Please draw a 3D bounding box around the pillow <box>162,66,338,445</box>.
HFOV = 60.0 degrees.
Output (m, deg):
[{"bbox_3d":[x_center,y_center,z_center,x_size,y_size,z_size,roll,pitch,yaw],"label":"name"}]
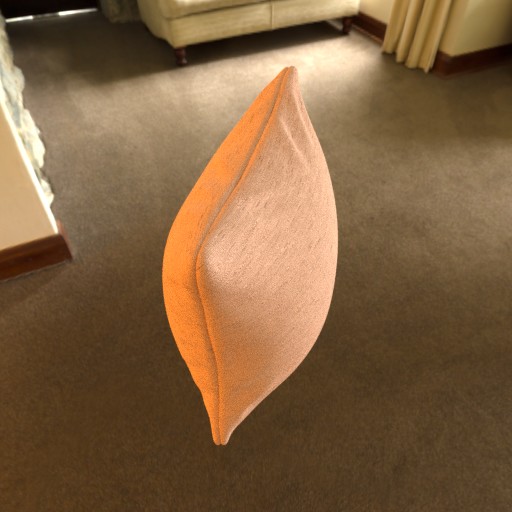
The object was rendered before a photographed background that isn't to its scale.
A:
[{"bbox_3d":[0.000,0.000,0.675,0.246,0.415,0.432,10,47,10],"label":"pillow"}]
